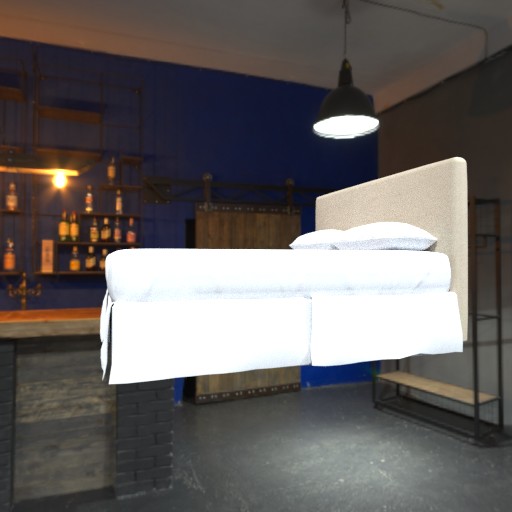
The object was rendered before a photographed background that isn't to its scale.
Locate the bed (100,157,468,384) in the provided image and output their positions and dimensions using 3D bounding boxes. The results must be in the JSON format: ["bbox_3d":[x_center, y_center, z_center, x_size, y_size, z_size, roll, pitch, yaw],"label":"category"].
[{"bbox_3d":[0.000,0.000,3.493,2.319,1.317,2.119,0,-1,-19],"label":"bed"}]
